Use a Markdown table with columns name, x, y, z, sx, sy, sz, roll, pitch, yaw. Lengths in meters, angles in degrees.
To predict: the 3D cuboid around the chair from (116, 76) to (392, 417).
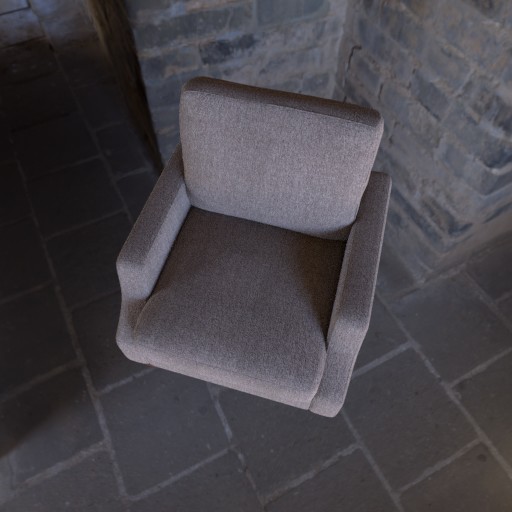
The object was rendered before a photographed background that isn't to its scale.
| name | x | y | z | sx | sy | sz | roll | pitch | yaw |
| --- | --- | --- | --- | --- | --- | --- | --- | --- | --- |
| chair | 0.000 | 0.000 | 1.648 | 0.855 | 0.993 | 0.897 | 14 | 59 | 8 |
